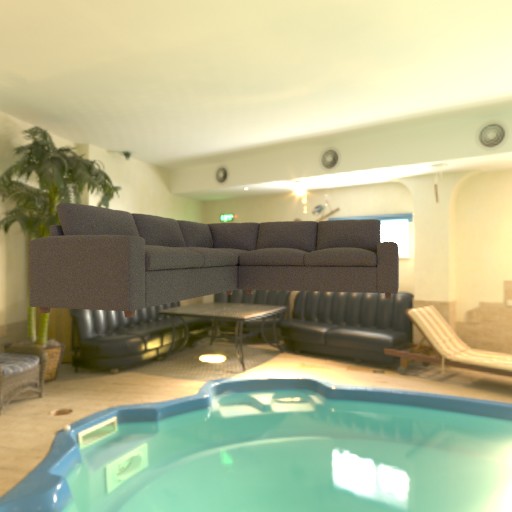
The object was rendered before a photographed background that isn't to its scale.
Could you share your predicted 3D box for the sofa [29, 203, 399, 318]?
[{"bbox_3d":[0.000,0.000,4.778,2.895,0.965,3.277,0,0,19],"label":"sofa"}]
